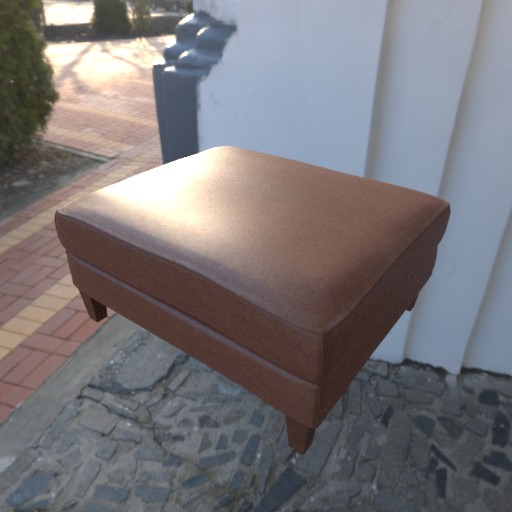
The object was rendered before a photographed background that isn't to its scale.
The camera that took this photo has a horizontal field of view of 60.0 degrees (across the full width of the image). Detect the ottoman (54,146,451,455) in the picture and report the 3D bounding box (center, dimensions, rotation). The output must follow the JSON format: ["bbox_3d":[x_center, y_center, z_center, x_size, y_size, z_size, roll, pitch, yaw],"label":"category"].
[{"bbox_3d":[0.000,0.000,1.487,0.987,0.472,0.836,22,38,31],"label":"ottoman"}]
